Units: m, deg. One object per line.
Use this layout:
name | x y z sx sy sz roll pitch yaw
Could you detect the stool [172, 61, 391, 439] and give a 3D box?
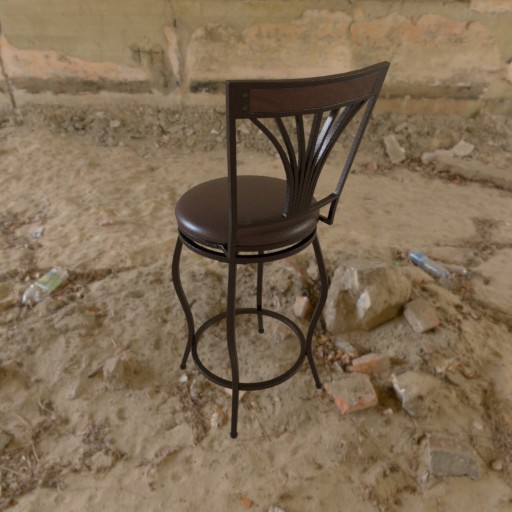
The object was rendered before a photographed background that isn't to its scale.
stool | 0.000 0.000 1.355 0.433 1.117 0.514 -20 37 -29
